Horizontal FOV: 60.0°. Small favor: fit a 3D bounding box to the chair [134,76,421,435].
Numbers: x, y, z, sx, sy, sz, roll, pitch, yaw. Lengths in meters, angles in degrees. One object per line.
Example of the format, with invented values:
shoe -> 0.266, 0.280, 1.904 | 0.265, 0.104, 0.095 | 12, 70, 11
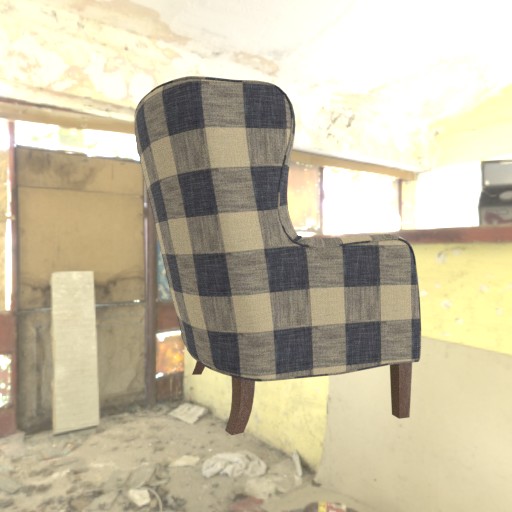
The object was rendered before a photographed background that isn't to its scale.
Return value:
chair -> 0.000, 0.000, 1.685 | 0.889, 1.041, 0.830 | 0, 1, -17
